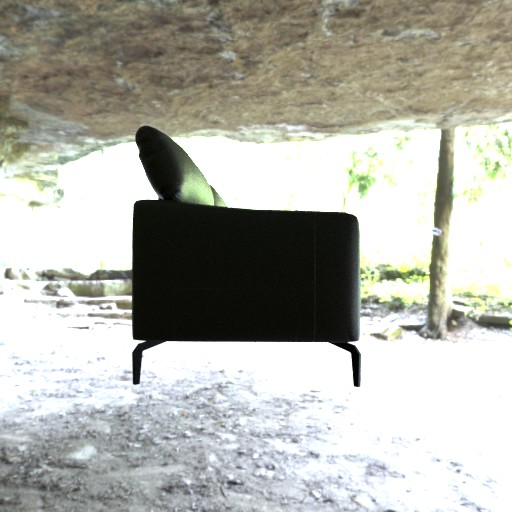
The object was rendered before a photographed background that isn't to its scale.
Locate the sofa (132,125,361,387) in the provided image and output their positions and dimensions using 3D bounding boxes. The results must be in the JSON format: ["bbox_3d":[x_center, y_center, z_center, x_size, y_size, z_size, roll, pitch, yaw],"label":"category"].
[{"bbox_3d":[0.000,0.000,2.533,0.856,0.957,2.069,0,-1,2],"label":"sofa"}]
